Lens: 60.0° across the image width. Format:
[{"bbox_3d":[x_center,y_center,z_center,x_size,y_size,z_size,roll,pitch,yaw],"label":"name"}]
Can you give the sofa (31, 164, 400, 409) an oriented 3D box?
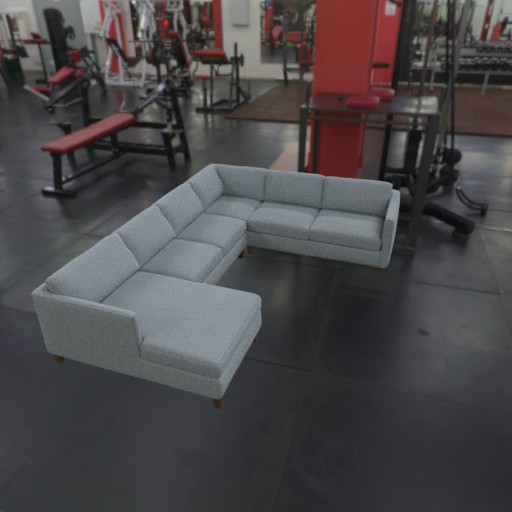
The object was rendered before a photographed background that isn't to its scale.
[{"bbox_3d":[0.000,0.000,4.434,2.551,0.853,3.238,10,31,17],"label":"sofa"}]
